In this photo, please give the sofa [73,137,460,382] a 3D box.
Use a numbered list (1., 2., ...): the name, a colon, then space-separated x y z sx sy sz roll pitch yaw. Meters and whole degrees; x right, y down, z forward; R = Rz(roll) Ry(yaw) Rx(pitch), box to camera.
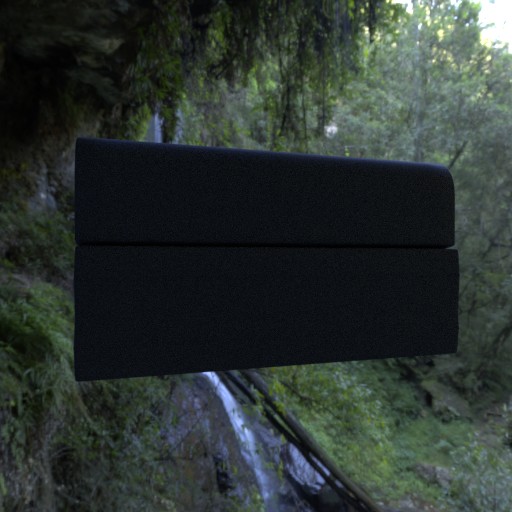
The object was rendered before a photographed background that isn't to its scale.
1. sofa: 0.000 0.000 1.671 1.219 0.660 0.762 0 0 -17
